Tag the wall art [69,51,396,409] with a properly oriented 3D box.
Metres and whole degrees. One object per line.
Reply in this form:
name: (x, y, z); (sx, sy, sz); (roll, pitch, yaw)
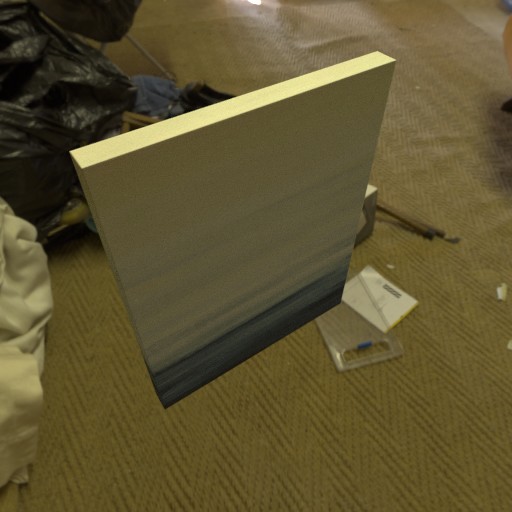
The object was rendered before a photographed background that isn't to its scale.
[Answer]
wall art: (0.000, 0.000, 0.810); (0.489, 0.608, 0.040); (-27, 52, -23)
